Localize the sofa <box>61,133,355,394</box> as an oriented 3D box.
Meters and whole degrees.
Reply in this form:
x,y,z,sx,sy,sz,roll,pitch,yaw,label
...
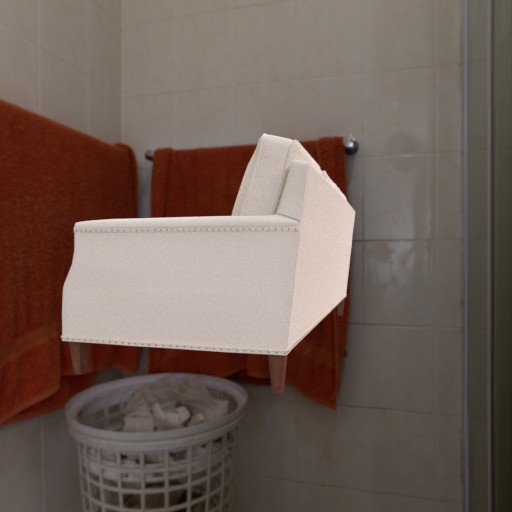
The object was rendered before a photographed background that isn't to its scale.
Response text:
x,y,z,sx,sy,sz,roll,pitch,yaw,label
0.000,0.000,2.789,1.084,1.003,2.246,0,1,17,sofa
